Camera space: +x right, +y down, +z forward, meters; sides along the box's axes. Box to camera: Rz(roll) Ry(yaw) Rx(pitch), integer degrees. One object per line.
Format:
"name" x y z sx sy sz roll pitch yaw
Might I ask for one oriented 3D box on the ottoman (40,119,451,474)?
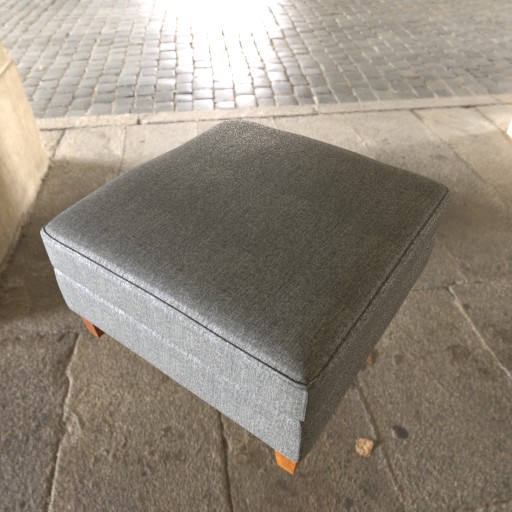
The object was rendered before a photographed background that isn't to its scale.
"ottoman" 0.000 0.000 1.324 0.838 0.481 0.838 25 47 26
